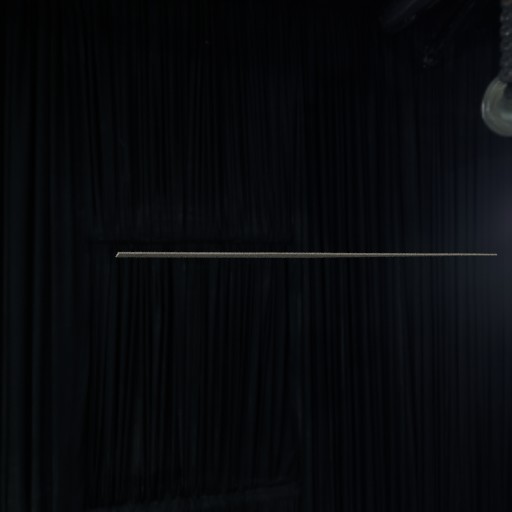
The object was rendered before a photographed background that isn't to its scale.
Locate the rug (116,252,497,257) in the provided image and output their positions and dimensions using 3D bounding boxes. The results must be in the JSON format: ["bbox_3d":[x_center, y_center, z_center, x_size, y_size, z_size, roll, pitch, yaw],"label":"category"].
[{"bbox_3d":[0.000,0.000,4.066,2.444,0.012,3.048,0,-1,-18],"label":"rug"}]
